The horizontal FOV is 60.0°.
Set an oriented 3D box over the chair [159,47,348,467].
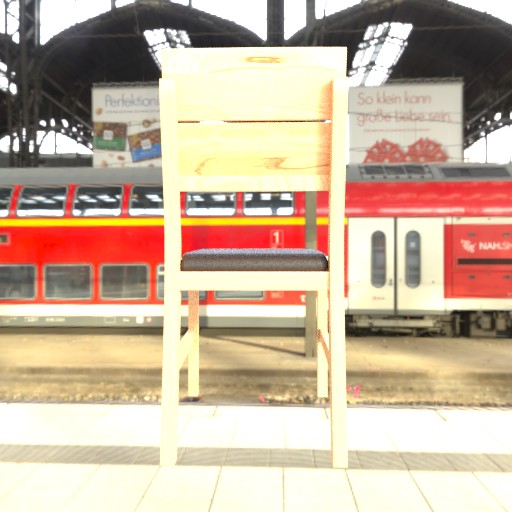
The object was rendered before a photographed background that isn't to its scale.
[{"bbox_3d":[0.000,0.000,1.270,0.475,0.950,0.560,0,0,1],"label":"chair"}]
